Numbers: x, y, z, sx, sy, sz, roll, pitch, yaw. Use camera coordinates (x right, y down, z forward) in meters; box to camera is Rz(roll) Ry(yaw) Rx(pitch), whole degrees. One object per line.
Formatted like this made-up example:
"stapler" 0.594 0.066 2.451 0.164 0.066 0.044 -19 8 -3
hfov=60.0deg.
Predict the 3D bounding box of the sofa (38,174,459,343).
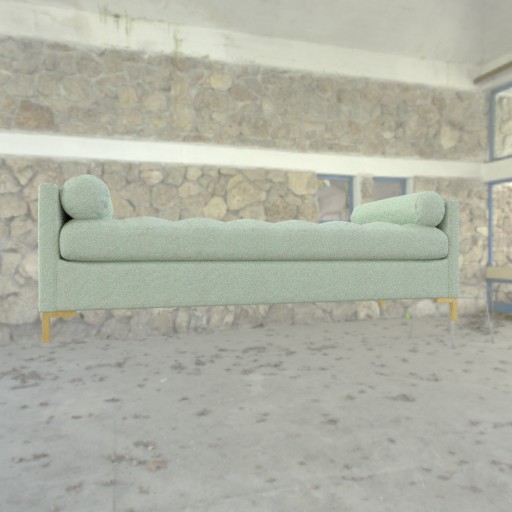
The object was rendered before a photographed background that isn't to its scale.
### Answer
"sofa" 0.000 0.000 2.461 2.102 0.705 0.796 0 0 -17
